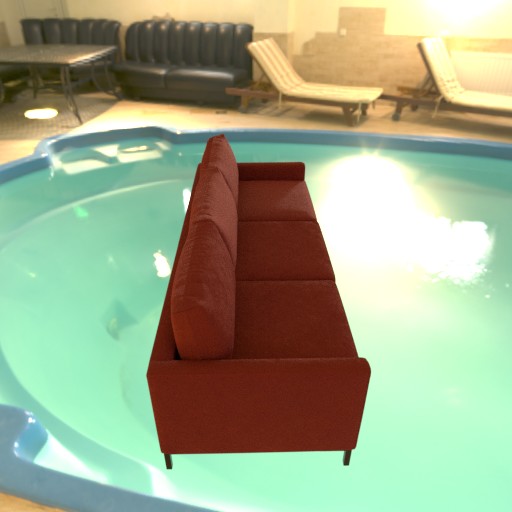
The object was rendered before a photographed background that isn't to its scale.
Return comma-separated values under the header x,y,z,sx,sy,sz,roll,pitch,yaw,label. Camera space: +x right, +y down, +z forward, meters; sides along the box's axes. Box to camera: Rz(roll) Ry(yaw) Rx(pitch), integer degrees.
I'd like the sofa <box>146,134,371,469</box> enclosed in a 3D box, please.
x,y,z,sx,sy,sz,roll,pitch,yaw,label
0.000,0.000,2.681,0.875,0.879,2.252,-1,32,-1,sofa
